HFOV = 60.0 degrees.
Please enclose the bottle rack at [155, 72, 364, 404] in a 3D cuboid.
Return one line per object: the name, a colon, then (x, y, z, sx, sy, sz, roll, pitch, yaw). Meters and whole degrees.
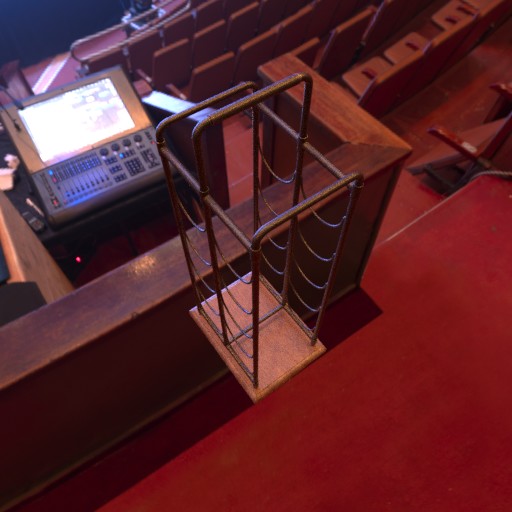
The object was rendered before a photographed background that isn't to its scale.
bottle rack: (0.000, 0.000, 0.792, 0.208, 0.680, 0.276, -32, 62, -19)
